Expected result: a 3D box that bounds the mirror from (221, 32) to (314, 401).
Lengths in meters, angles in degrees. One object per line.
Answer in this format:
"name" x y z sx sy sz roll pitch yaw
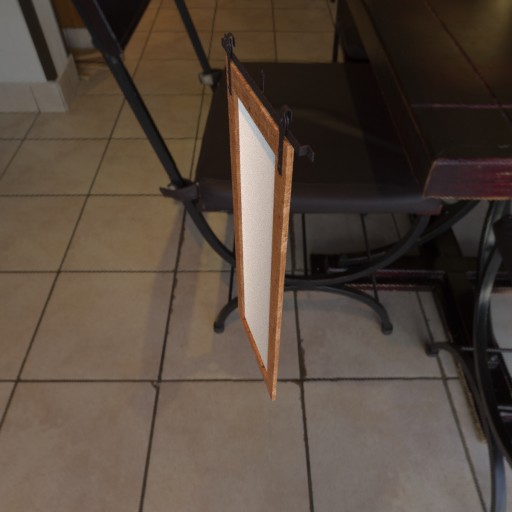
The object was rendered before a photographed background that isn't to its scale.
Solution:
"mirror" 0.000 0.000 2.073 0.042 1.793 0.847 -14 49 -13
